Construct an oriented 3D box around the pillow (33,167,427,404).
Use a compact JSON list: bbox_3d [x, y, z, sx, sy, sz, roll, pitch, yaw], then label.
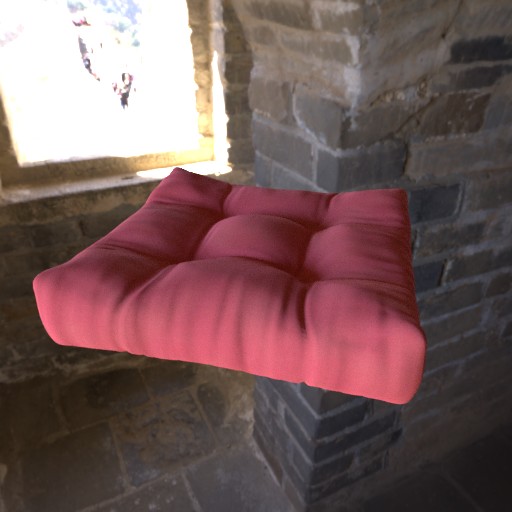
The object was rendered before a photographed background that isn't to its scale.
[{"bbox_3d":[0.000,0.000,0.716,0.490,0.128,0.468,7,31,12],"label":"pillow"}]
